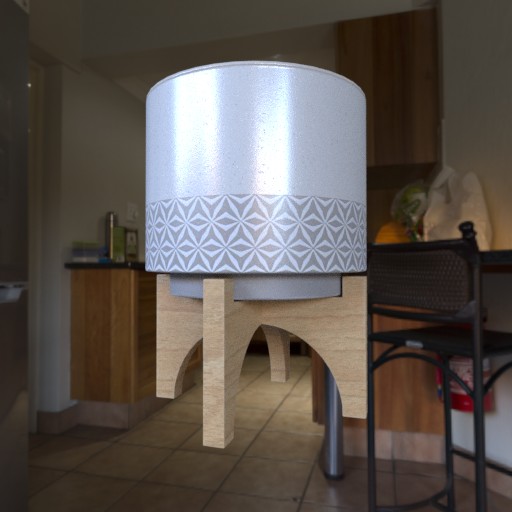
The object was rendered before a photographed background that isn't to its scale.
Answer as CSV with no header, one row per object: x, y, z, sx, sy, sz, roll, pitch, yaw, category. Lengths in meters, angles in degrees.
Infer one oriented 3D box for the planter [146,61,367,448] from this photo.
0.000,0.000,0.514,0.249,0.343,0.249,0,-1,0,planter
